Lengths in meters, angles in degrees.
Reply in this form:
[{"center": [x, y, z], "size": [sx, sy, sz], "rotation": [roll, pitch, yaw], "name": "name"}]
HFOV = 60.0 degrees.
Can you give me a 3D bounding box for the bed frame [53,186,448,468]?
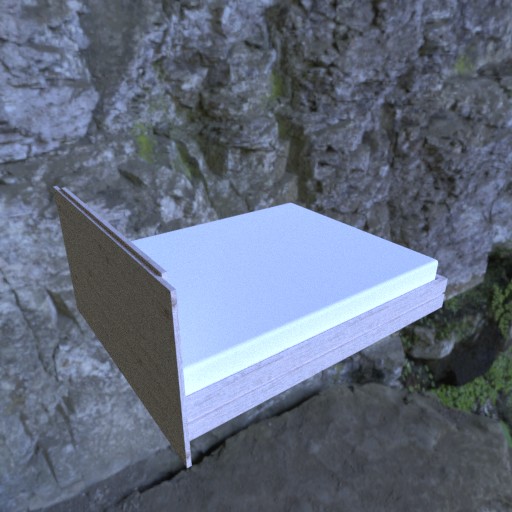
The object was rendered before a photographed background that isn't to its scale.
[{"center": [0.000, 0.000, 3.074], "size": [2.080, 0.970, 1.750], "rotation": [-17, 30, -32], "name": "bed frame"}]
